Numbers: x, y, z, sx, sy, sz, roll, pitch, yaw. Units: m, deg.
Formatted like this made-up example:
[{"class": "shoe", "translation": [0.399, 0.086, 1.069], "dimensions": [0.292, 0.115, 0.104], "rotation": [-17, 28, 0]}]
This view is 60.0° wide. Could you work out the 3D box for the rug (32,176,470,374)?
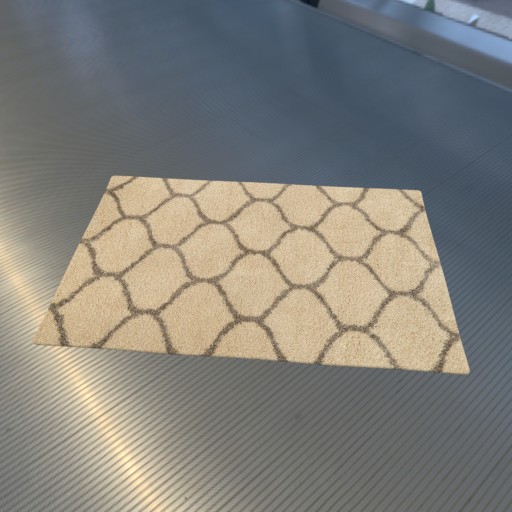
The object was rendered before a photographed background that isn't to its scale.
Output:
[{"class": "rug", "translation": [0.000, 0.000, 2.865], "dimensions": [2.348, 0.024, 1.501], "rotation": [3, 47, 3]}]
